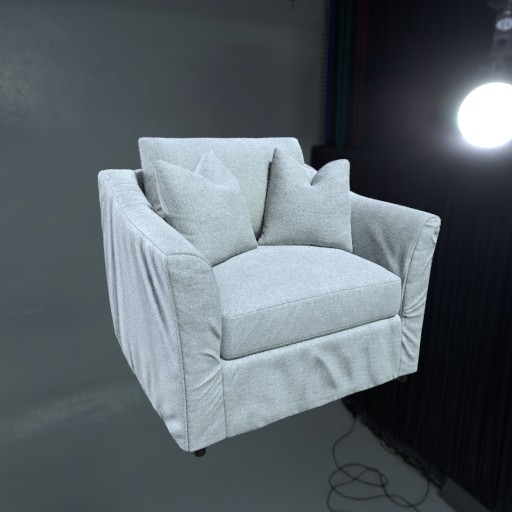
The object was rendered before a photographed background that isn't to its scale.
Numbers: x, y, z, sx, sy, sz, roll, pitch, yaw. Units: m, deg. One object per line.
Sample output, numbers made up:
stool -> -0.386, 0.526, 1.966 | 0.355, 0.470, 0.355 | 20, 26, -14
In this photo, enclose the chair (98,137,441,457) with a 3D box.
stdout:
chair -> 0.000, 0.000, 2.054 | 1.194, 1.059, 1.071 | -9, 18, -28
